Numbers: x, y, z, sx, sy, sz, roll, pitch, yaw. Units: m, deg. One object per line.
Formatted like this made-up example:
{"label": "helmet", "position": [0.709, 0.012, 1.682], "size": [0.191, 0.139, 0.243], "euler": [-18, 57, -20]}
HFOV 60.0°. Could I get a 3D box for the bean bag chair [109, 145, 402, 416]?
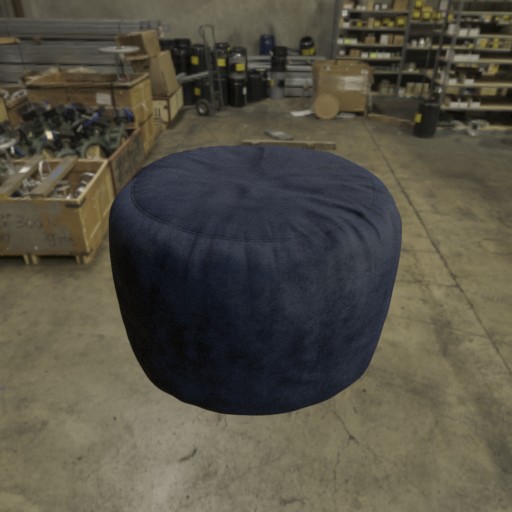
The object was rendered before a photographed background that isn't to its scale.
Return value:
{"label": "bean bag chair", "position": [0.000, 0.000, 1.968], "size": [1.219, 0.762, 1.219], "euler": [0, 31, 0]}
